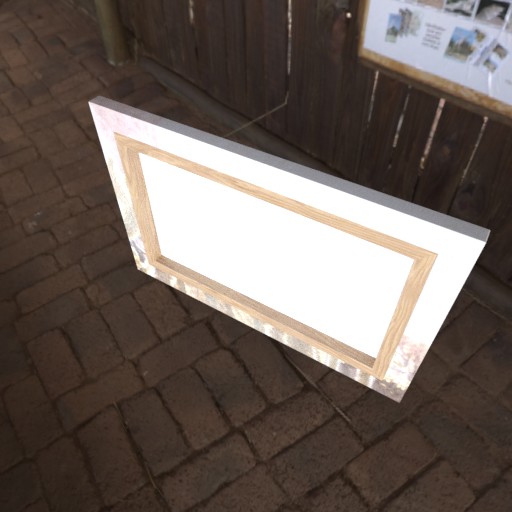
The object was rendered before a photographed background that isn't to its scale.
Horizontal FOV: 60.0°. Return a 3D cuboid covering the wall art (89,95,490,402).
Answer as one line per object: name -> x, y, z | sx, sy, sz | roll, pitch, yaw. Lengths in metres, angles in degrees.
wall art -> 0.000, 0.000, 1.132 | 0.916, 0.608, 0.040 | 24, 51, 21
